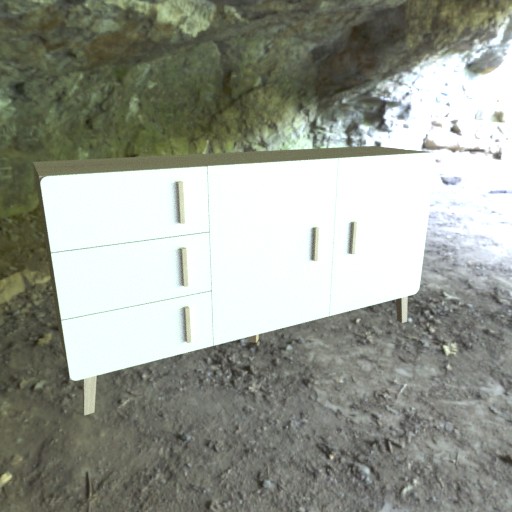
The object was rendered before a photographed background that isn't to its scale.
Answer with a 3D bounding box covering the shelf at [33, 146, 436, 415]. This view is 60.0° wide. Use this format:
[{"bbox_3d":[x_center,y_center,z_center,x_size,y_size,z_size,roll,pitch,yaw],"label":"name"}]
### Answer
[{"bbox_3d":[0.000,0.000,1.776,1.490,0.780,0.400,-9,21,-26],"label":"shelf"}]
